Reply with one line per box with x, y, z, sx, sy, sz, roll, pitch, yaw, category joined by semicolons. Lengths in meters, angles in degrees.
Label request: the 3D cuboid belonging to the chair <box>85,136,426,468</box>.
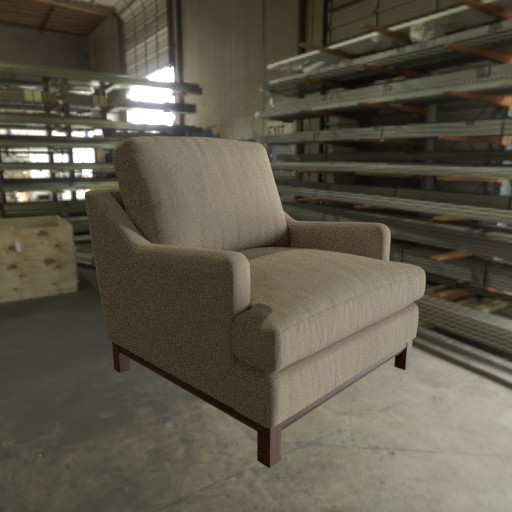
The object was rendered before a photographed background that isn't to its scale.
0.000;0.000;1.723;1.001;0.916;0.912;11;17;43;chair
